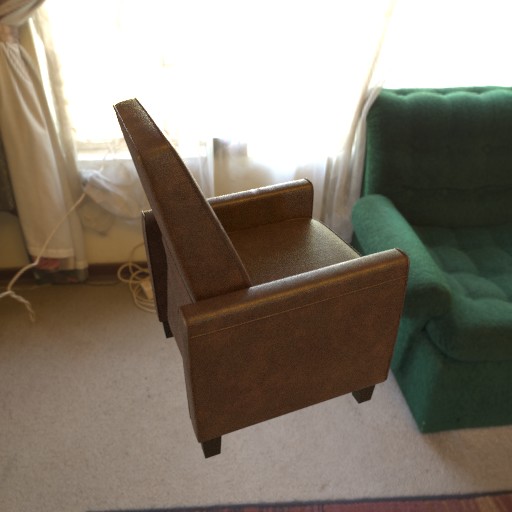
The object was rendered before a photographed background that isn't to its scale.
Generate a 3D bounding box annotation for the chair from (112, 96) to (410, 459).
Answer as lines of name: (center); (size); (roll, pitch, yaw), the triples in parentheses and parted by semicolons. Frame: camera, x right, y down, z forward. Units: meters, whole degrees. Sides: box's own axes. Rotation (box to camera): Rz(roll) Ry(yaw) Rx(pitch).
chair: (0.000, 0.000, 1.506); (0.746, 1.013, 0.705); (-12, 33, -18)
